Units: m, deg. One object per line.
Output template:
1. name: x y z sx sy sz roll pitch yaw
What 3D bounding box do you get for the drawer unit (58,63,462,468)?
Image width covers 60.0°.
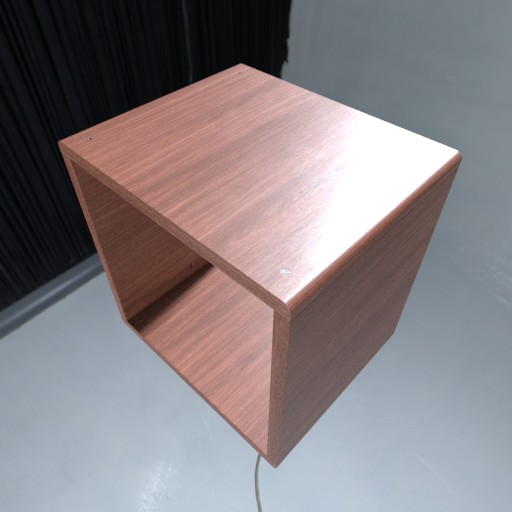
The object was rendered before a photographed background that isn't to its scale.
1. drawer unit: 0.000 0.000 0.618 0.349 0.351 0.290 34 55 29
